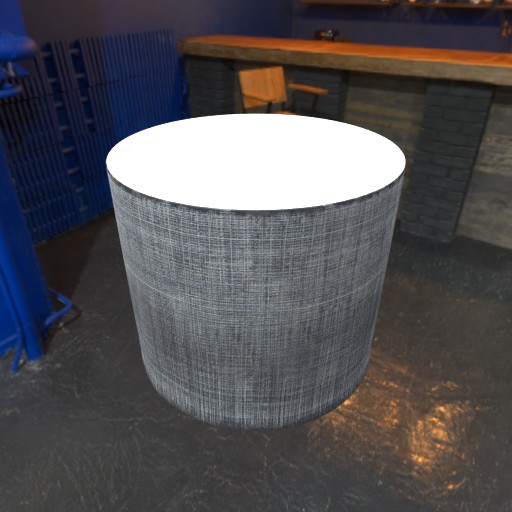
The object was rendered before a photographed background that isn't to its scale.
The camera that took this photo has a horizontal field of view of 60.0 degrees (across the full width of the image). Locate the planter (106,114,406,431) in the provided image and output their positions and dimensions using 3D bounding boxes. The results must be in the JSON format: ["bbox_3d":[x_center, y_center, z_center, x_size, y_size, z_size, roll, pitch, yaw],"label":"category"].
[{"bbox_3d":[0.000,0.000,0.447,0.254,0.221,0.254,0,31,0],"label":"planter"}]
